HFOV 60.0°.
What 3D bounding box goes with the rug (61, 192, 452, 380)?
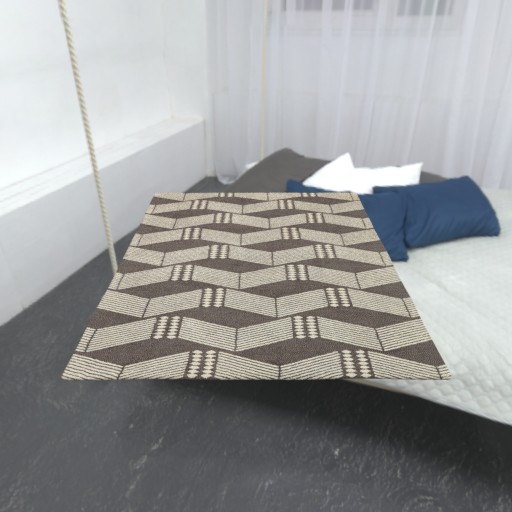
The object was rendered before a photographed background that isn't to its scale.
[{"bbox_3d":[0.000,0.000,4.061,2.438,0.016,3.048,0,30,0],"label":"rug"}]
